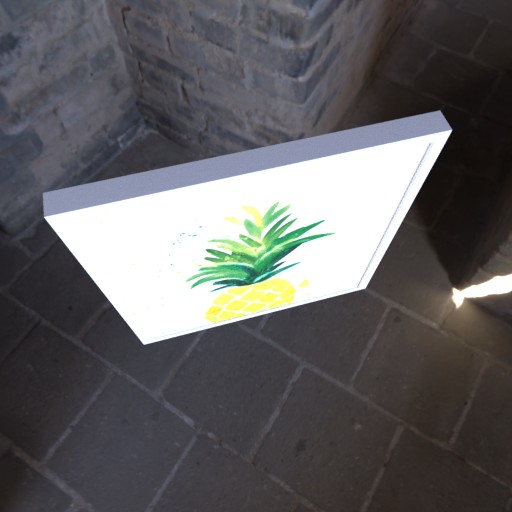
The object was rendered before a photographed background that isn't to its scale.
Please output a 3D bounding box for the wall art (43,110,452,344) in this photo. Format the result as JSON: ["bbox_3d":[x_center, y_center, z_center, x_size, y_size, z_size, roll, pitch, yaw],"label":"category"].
[{"bbox_3d":[0.000,0.000,0.767,0.508,0.507,0.035,-13,63,-7],"label":"wall art"}]
